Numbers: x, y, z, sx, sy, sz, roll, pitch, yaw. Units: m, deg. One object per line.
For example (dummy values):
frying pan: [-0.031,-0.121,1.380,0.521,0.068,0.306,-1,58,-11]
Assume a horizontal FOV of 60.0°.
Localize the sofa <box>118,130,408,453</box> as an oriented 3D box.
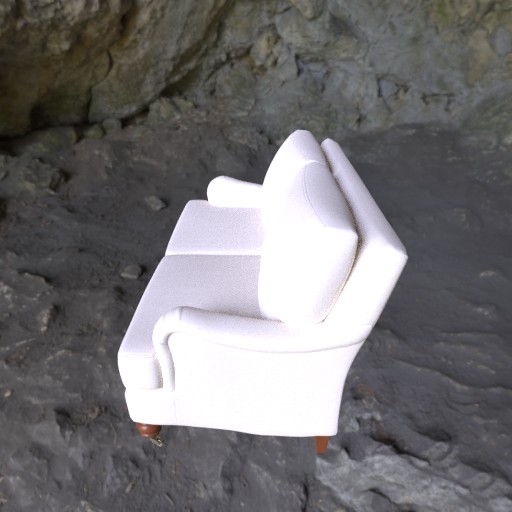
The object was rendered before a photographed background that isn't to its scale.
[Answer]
sofa: [0.000,0.000,2.497,1.084,1.101,1.853,1,27,1]
